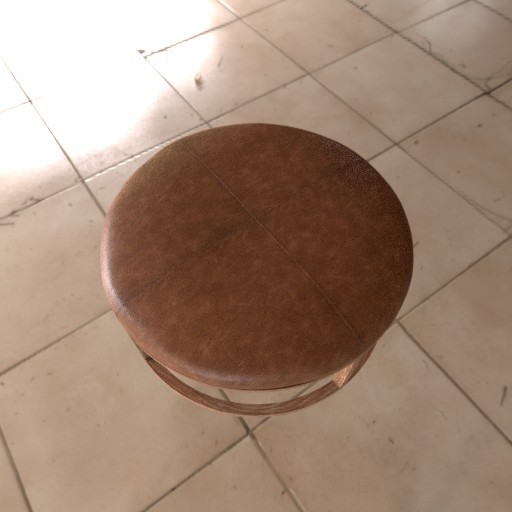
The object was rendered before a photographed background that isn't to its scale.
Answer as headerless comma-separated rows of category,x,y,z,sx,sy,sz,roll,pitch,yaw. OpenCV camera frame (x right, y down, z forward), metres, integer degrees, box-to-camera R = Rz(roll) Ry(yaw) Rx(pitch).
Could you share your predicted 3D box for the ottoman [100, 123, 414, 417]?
ottoman,0.000,0.000,1.555,1.006,0.445,1.006,0,58,0
